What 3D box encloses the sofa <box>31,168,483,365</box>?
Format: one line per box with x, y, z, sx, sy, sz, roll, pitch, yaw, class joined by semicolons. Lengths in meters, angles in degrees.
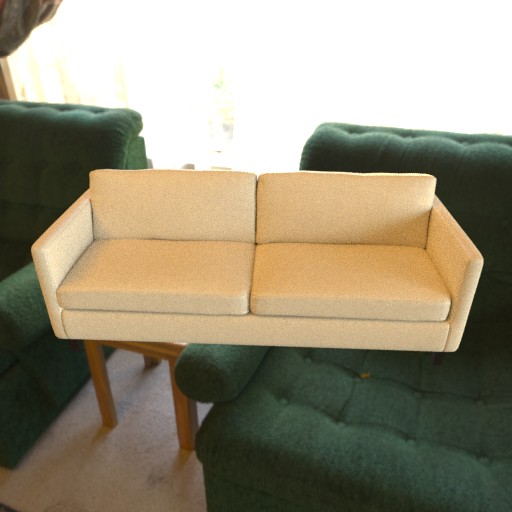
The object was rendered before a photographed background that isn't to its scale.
0.000;0.000;2.854;2.434;0.965;0.948;1;30;3;sofa
